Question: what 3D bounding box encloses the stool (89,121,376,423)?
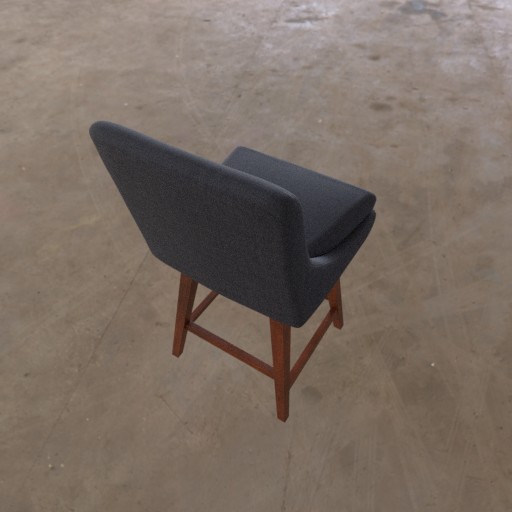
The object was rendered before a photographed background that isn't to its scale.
[{"bbox_3d":[0.000,0.000,1.183,0.467,0.895,0.524,25,51,22],"label":"stool"}]
